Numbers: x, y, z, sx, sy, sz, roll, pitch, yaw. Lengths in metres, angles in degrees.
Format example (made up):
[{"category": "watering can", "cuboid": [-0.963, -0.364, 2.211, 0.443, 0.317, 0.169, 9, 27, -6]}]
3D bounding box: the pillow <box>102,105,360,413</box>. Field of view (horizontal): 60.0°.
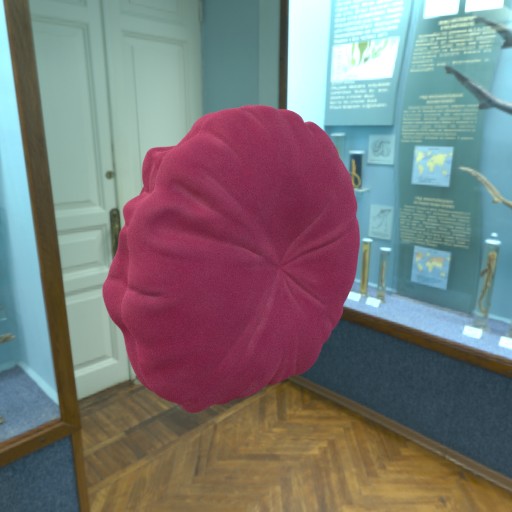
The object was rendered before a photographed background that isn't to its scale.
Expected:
[{"category": "pillow", "cuboid": [0.000, 0.000, 0.631, 0.428, 0.407, 0.148, -14, 21, -41]}]
